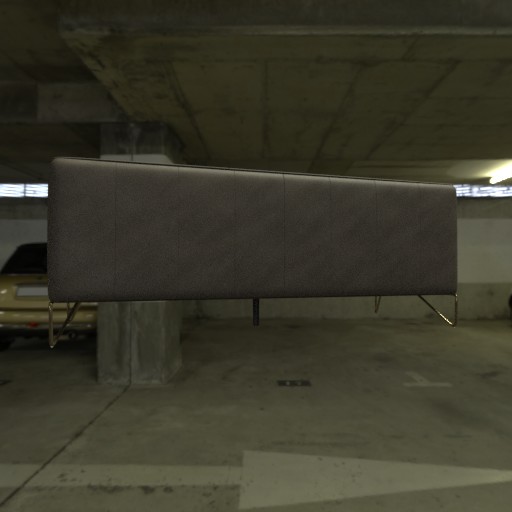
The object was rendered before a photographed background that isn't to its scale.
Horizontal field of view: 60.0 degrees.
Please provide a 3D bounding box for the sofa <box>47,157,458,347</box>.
[{"bbox_3d":[0.000,0.000,2.512,2.087,0.789,0.867,1,-2,-18],"label":"sofa"}]
